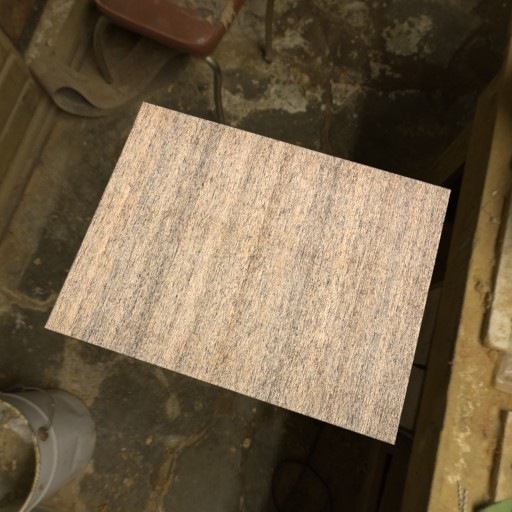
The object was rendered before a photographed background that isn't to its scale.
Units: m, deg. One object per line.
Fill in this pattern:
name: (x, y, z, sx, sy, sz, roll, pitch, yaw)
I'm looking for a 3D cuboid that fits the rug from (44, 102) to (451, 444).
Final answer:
rug: (0.000, 0.000, 4.133, 3.199, 0.036, 2.414, 17, 76, 4)
